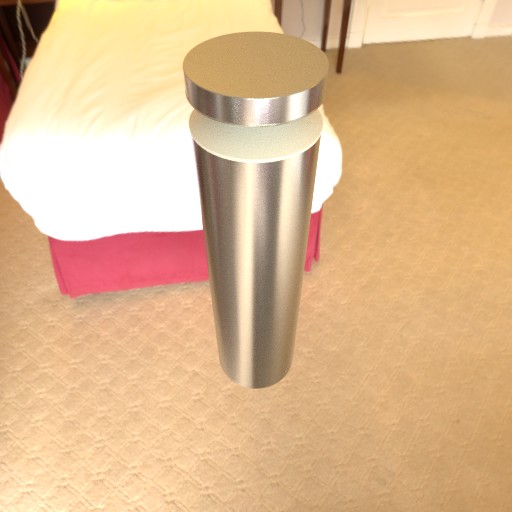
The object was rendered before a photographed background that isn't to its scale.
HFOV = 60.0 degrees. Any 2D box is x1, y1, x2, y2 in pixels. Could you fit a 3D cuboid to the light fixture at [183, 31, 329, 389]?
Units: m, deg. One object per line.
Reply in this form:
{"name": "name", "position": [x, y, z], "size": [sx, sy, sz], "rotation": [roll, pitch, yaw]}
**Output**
{"name": "light fixture", "position": [0.000, 0.000, 0.452], "size": [0.102, 0.400, 0.102], "rotation": [34, 57, 27]}
